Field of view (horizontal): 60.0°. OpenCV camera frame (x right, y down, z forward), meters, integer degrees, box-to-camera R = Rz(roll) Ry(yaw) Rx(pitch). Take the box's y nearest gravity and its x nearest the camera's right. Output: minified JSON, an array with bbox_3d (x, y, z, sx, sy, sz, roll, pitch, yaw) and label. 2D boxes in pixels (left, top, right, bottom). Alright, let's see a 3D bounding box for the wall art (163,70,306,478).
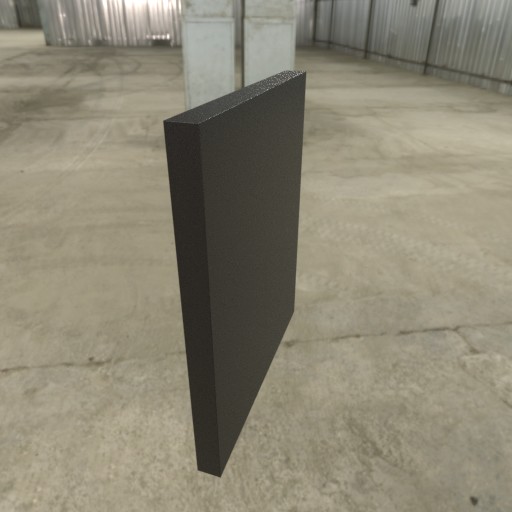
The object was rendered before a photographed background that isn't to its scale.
[{"bbox_3d":[0.000,0.000,0.533,0.028,0.380,0.325,9,30,16],"label":"wall art"}]
